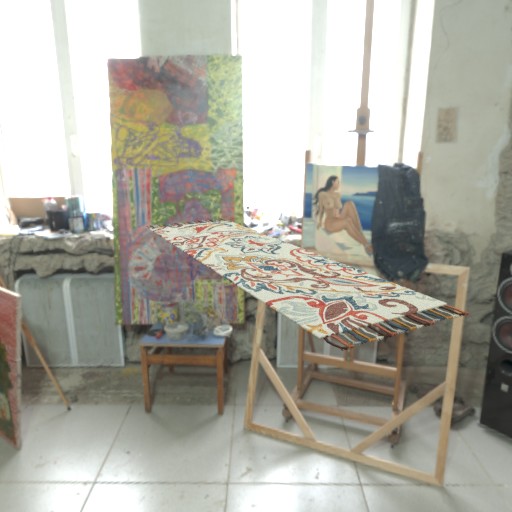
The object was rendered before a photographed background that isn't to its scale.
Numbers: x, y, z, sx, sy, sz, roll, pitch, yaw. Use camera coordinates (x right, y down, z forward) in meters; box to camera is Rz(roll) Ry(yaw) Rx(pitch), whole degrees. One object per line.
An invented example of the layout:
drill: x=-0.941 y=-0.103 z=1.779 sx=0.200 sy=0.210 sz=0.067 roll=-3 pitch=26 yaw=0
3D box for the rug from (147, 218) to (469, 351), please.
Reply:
rug: x=0.000 y=0.000 z=2.982 sx=0.763 sy=0.015 sz=2.682 roll=-8 pitch=17 yaw=-28
